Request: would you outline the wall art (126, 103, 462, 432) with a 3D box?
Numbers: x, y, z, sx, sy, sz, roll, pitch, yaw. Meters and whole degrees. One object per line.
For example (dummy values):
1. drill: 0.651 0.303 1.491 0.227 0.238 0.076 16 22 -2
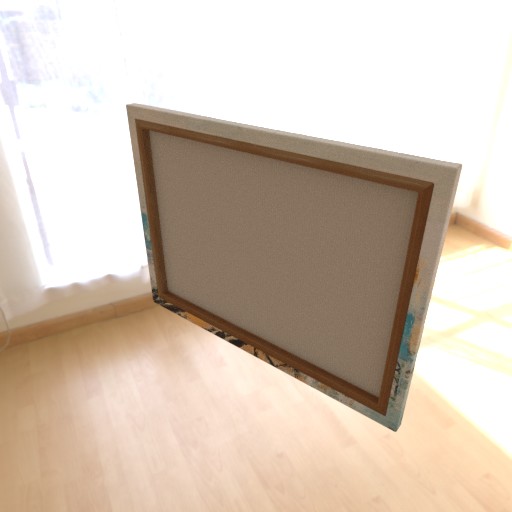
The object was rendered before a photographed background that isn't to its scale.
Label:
1. wall art: 0.000 0.000 1.328 1.016 0.762 0.038 21 36 32
